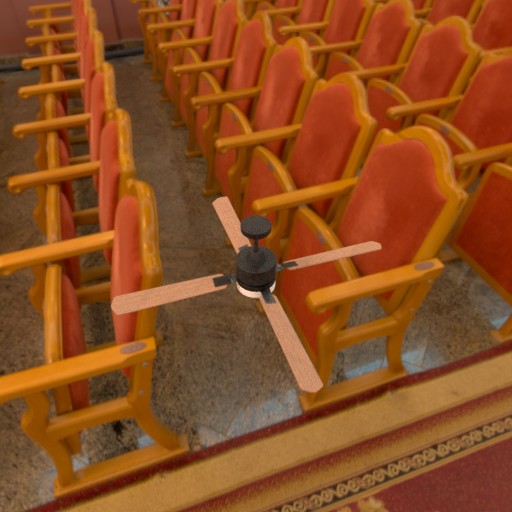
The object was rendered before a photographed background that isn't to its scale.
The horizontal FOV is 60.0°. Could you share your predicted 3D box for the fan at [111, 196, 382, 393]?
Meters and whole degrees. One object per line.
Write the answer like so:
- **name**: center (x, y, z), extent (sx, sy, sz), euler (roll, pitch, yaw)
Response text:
- **fan**: center (0.000, 0.000, 2.003), extent (1.320, 0.355, 1.320), euler (-13, 43, -14)
